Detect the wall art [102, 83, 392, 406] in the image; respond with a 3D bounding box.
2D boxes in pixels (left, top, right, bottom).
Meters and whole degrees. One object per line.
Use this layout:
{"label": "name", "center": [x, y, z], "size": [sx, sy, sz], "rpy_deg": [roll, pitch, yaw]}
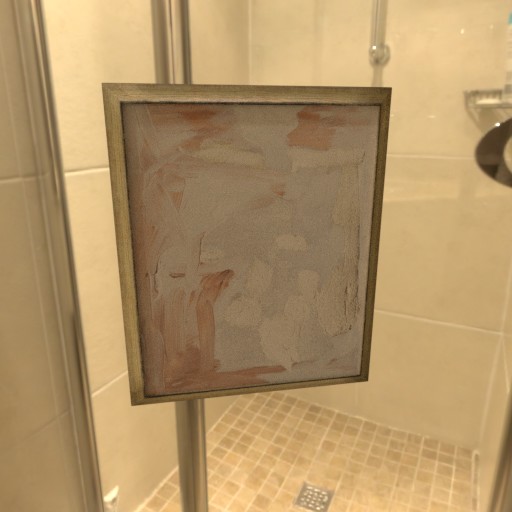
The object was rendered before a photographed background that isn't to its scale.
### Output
{"label": "wall art", "center": [0.000, 0.000, 0.632], "size": [0.381, 0.457, 0.023], "rpy_deg": [-3, 17, -10]}
